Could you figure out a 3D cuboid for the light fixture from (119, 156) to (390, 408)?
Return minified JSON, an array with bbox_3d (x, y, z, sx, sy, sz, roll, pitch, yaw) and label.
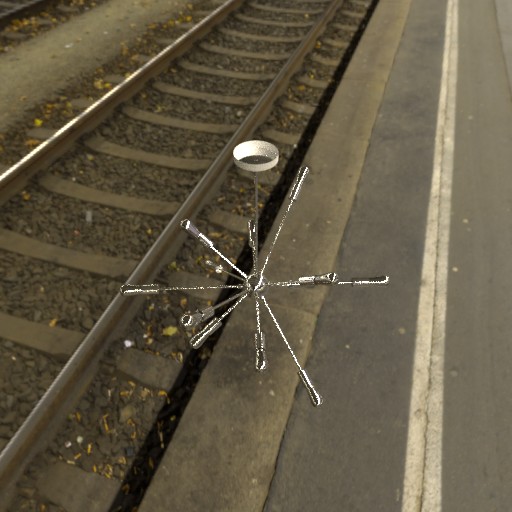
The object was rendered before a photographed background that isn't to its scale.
[{"bbox_3d":[0.000,0.000,1.046,0.684,0.558,0.509,-2,45,-2],"label":"light fixture"}]
